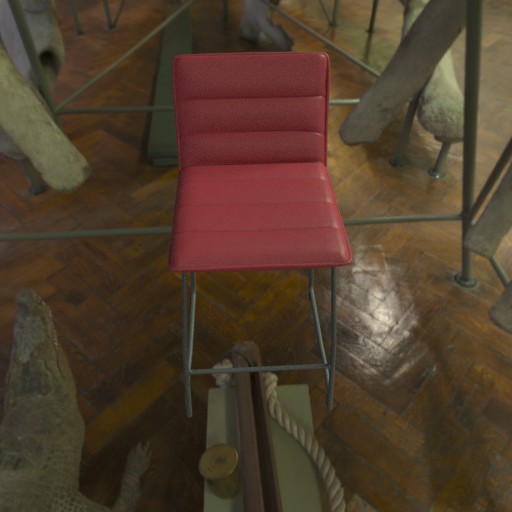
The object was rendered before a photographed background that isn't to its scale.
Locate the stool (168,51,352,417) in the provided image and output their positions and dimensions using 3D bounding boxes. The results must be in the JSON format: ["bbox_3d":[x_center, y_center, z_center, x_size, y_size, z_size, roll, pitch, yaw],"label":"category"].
[{"bbox_3d":[0.000,0.000,1.247,0.489,0.937,0.524,-2,46,-2],"label":"stool"}]
